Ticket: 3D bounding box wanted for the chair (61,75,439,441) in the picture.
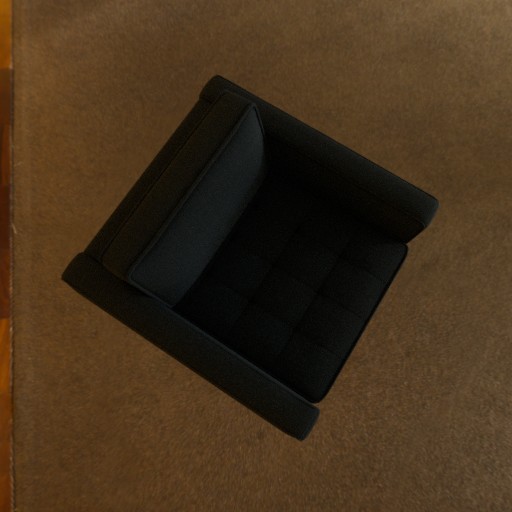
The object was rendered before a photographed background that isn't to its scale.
[{"bbox_3d":[0.000,0.000,1.610,0.920,0.770,0.899,32,78,7],"label":"chair"}]
